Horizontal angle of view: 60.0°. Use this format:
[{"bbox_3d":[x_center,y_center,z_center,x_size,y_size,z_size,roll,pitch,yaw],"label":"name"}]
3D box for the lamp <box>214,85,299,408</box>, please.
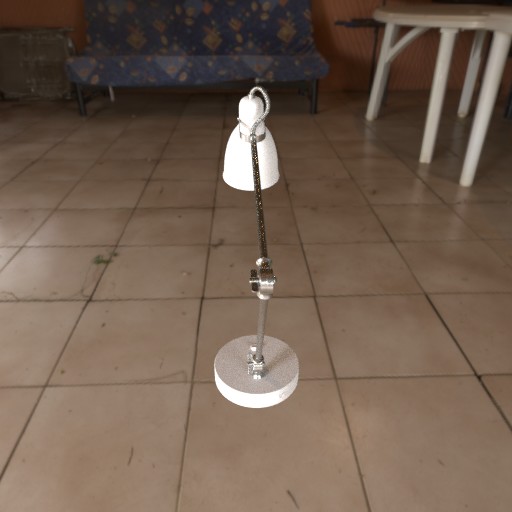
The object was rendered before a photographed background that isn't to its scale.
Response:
[{"bbox_3d":[0.000,0.000,0.879,0.187,0.587,0.561,-2,30,-3],"label":"lamp"}]
